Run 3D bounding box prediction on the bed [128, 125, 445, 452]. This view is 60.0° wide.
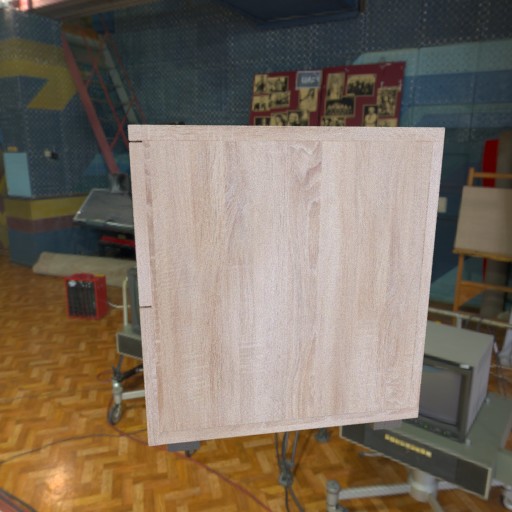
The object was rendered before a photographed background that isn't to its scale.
[{"bbox_3d":[0.000,0.000,0.787,0.401,0.420,0.460,-2,14,-9],"label":"bed"}]
